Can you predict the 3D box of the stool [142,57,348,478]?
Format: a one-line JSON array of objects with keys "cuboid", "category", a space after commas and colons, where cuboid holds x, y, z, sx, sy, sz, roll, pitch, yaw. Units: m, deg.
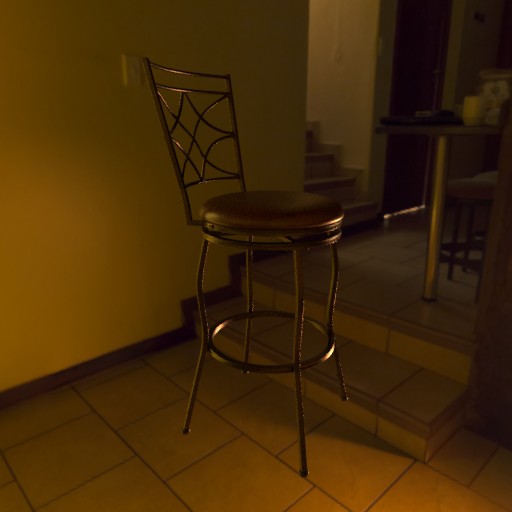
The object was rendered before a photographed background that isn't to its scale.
[{"cuboid": [0.000, 0.000, 1.384, 0.534, 1.117, 0.434, 8, 18, 26], "category": "stool"}]
